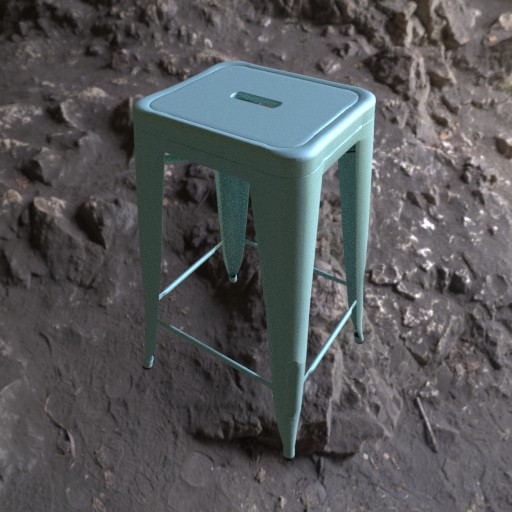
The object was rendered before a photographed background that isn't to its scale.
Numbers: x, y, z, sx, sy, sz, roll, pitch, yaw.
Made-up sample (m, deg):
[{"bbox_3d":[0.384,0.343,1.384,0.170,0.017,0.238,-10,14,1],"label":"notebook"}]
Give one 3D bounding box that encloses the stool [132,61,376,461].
[{"bbox_3d":[0.000,0.000,0.843,0.399,0.609,0.359,23,46,24],"label":"stool"}]
